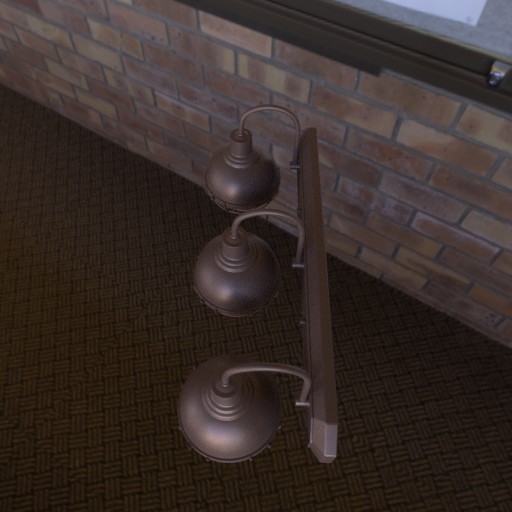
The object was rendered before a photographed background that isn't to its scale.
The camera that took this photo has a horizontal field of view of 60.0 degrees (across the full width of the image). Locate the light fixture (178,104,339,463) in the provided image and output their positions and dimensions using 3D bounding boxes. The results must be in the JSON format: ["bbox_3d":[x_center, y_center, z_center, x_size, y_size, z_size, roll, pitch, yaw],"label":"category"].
[{"bbox_3d":[0.000,0.000,0.762,0.229,0.254,0.634,1,57,1],"label":"light fixture"}]
